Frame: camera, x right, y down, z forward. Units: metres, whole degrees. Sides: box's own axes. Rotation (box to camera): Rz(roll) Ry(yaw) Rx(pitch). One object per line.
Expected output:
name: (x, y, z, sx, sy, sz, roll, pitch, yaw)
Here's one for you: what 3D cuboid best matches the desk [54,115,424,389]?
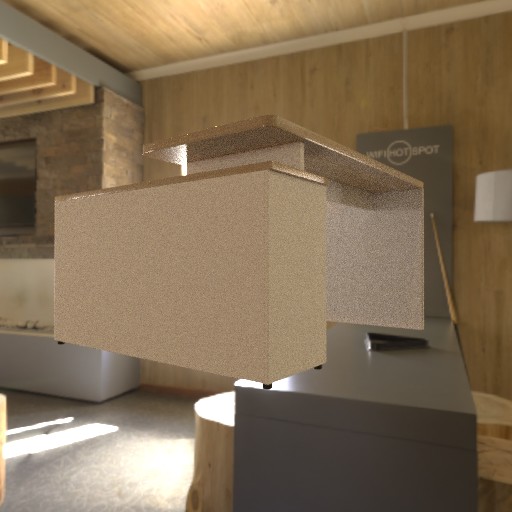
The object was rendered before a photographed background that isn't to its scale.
desk: (0.000, 0.000, 2.127, 1.175, 0.770, 1.400, 0, -1, 37)
